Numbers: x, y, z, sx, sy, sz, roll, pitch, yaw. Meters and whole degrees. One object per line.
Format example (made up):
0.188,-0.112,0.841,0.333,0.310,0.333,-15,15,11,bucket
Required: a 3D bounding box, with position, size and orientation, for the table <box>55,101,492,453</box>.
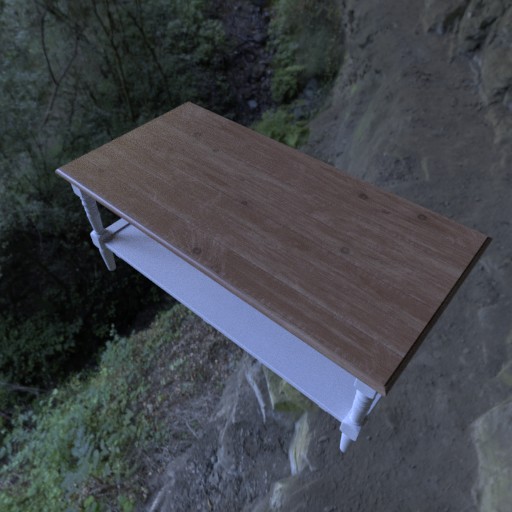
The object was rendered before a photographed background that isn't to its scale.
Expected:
0.000,0.000,1.396,1.118,0.458,0.559,31,54,26,table
